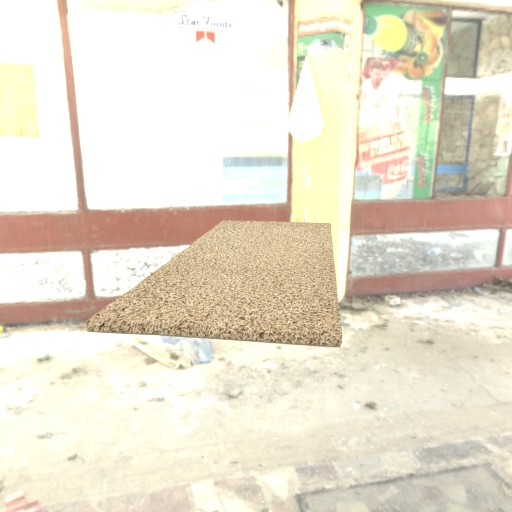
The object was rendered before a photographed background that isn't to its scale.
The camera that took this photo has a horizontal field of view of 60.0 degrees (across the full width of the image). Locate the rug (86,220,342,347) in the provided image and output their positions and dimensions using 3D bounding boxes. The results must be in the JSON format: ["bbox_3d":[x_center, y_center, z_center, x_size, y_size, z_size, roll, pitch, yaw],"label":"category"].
[{"bbox_3d":[0.000,0.000,1.748,0.609,0.030,1.524,2,14,8],"label":"rug"}]
